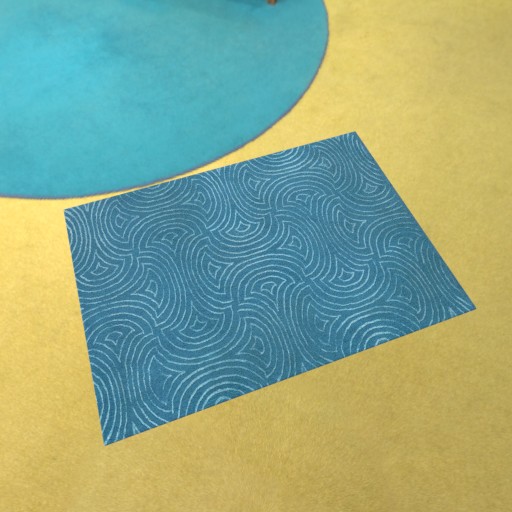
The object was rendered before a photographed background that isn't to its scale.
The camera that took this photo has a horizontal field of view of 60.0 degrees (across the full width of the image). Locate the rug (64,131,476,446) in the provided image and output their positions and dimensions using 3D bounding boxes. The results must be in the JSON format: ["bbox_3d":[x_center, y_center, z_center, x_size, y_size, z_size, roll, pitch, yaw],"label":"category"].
[{"bbox_3d":[0.000,0.000,2.741,2.144,0.015,1.543,-17,60,-10],"label":"rug"}]
